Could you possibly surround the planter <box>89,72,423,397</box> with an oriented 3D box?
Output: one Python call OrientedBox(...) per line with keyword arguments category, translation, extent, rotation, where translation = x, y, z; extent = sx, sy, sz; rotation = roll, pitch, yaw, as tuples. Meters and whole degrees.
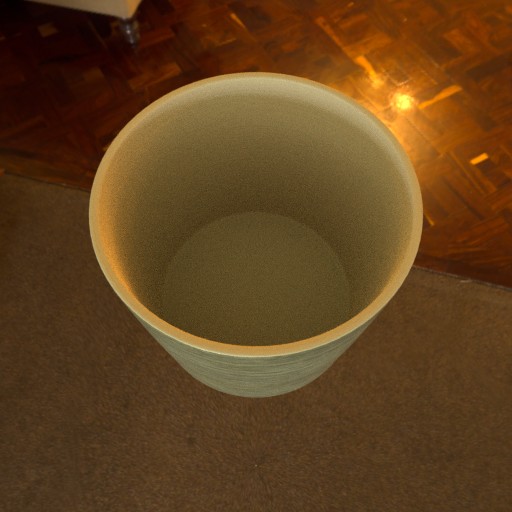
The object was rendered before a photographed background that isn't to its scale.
OrientedBox(category="planter", translation=(0.000, 0.000, 0.388), extent=(0.221, 0.201, 0.221), rotation=(0, 65, 0))
